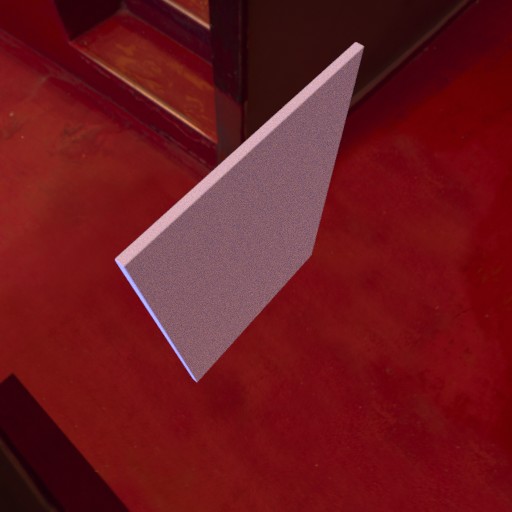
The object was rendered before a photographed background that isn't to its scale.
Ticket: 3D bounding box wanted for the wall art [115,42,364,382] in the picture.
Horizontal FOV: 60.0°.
[{"bbox_3d":[0.000,0.000,0.617,0.011,0.482,0.329,38,70,17],"label":"wall art"}]
